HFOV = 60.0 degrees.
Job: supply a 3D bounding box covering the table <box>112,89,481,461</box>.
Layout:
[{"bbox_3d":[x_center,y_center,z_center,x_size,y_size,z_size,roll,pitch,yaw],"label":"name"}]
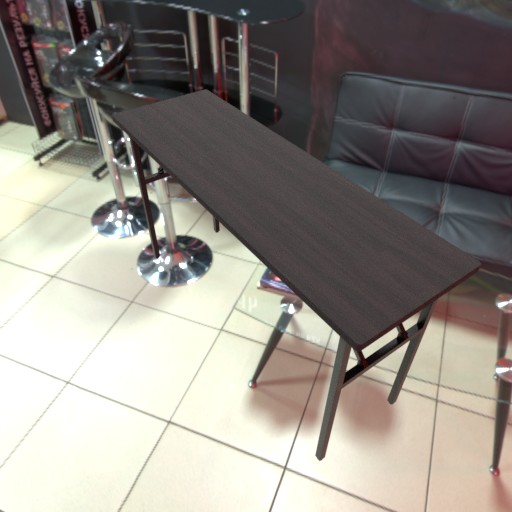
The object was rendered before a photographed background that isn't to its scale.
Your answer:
[{"bbox_3d":[0.000,0.000,1.726,0.449,0.750,1.399,-26,48,-25],"label":"table"}]
